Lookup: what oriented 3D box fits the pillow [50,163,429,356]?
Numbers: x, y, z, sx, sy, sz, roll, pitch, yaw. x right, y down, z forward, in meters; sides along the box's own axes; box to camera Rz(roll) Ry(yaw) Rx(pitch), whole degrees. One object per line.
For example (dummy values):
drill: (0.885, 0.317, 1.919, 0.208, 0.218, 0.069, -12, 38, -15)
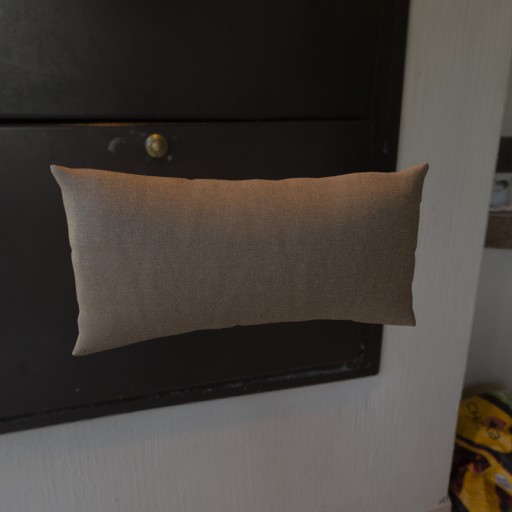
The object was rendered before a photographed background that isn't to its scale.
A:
pillow: (0.000, 0.000, 0.738, 0.612, 0.308, 0.148, -3, 17, -10)
